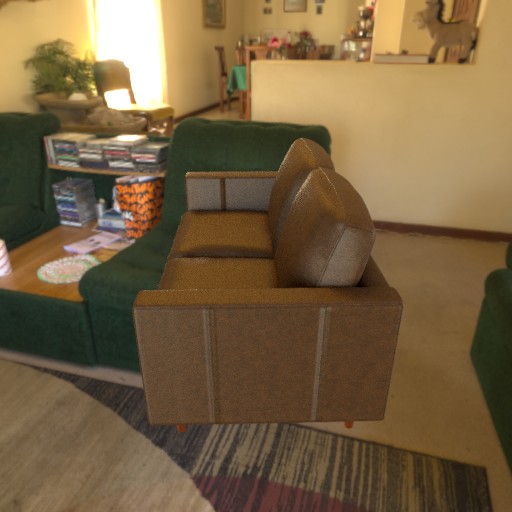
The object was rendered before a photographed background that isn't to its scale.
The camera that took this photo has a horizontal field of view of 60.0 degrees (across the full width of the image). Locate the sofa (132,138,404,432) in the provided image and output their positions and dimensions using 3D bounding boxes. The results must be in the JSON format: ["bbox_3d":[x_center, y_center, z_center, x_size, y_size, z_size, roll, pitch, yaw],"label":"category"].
[{"bbox_3d":[0.000,0.000,2.204,0.909,0.951,1.578,-1,26,-1],"label":"sofa"}]
